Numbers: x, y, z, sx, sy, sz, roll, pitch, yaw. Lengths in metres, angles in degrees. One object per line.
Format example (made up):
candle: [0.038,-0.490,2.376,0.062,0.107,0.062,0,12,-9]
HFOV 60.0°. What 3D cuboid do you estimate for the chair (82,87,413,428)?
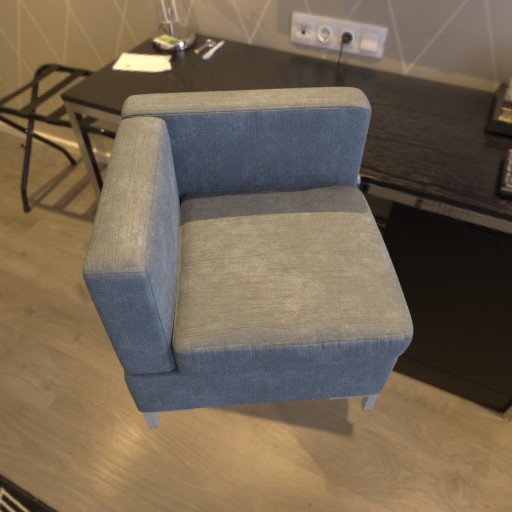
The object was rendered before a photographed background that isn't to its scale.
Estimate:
chair: [0.000,0.000,1.220,0.680,0.660,0.680,-3,47,-3]
